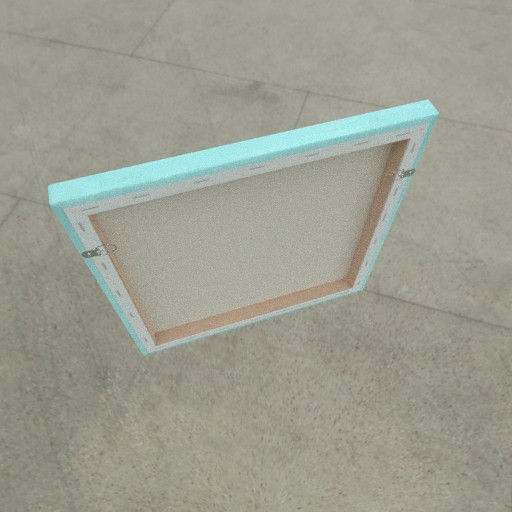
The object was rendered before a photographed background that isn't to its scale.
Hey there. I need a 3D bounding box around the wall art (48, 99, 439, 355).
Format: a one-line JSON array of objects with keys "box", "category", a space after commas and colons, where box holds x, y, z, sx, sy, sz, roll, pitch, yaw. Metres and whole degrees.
[{"box": [0.000, 0.000, 1.162, 0.765, 0.766, 0.054, -15, 59, -9], "category": "wall art"}]
